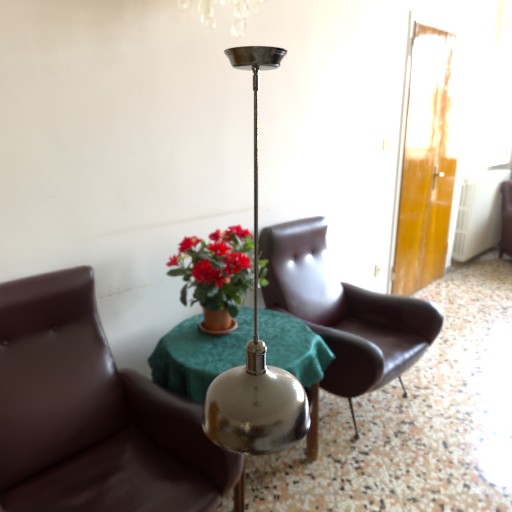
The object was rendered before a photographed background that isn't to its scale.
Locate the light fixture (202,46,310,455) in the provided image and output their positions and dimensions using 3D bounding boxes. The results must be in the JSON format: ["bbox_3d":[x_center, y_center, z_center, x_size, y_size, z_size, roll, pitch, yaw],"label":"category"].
[{"bbox_3d":[0.000,0.000,1.104,0.299,0.935,0.299,3,16,9],"label":"light fixture"}]
